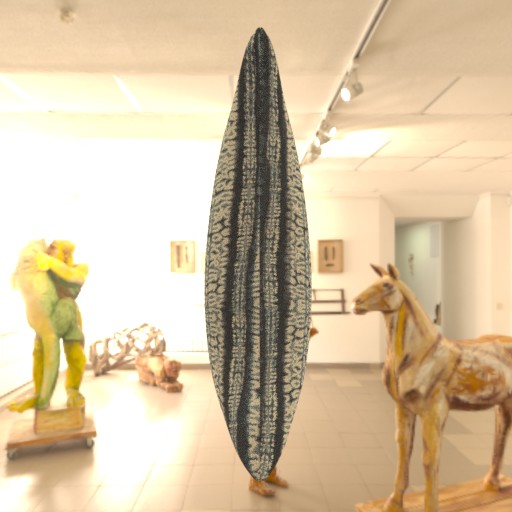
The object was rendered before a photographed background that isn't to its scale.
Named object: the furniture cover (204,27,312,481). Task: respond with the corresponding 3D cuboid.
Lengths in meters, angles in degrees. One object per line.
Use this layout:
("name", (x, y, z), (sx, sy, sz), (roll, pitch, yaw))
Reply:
("furniture cover", (0.000, 0.000, 0.631), (0.133, 0.435, 0.425), (0, -1, -1))
